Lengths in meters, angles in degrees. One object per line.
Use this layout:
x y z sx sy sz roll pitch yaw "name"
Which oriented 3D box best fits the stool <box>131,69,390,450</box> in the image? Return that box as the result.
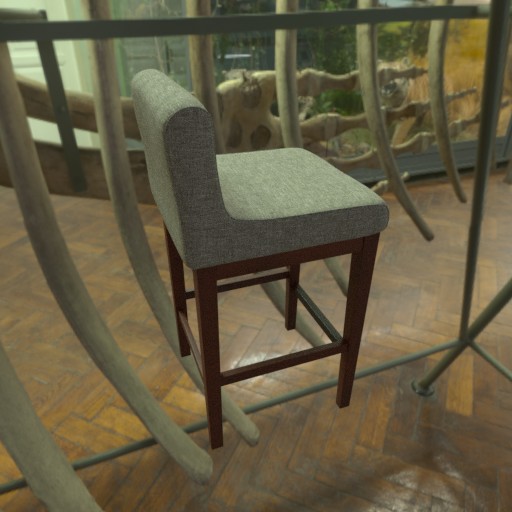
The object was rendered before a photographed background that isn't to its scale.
0.000 0.000 1.094 0.459 0.835 0.417 -11 32 -18 "stool"
